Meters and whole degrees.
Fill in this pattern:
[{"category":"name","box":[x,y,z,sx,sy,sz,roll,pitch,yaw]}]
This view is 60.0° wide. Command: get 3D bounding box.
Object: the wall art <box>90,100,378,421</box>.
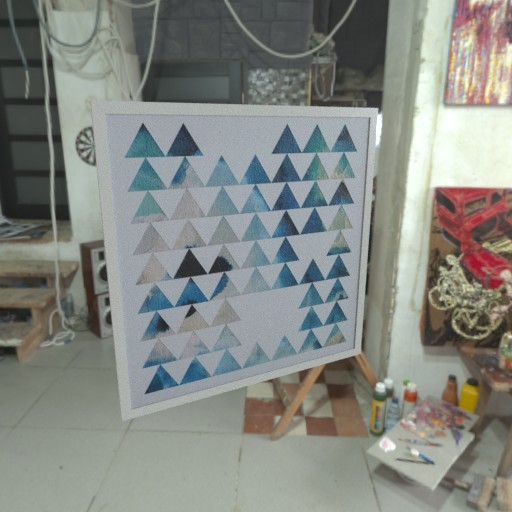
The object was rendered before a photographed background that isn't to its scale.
[{"category":"wall art","box":[0.000,0.000,0.706,0.456,0.456,0.007,-8,18,-26]}]
